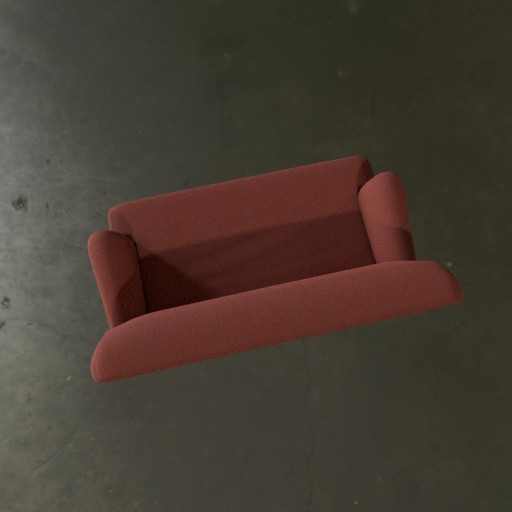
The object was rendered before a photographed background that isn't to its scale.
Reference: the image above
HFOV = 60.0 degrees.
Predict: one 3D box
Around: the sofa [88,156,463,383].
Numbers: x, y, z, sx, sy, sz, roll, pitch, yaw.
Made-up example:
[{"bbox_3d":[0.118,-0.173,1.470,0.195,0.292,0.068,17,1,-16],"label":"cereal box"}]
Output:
[{"bbox_3d":[0.000,0.000,1.849,1.297,0.889,0.779,-12,76,-3],"label":"sofa"}]
